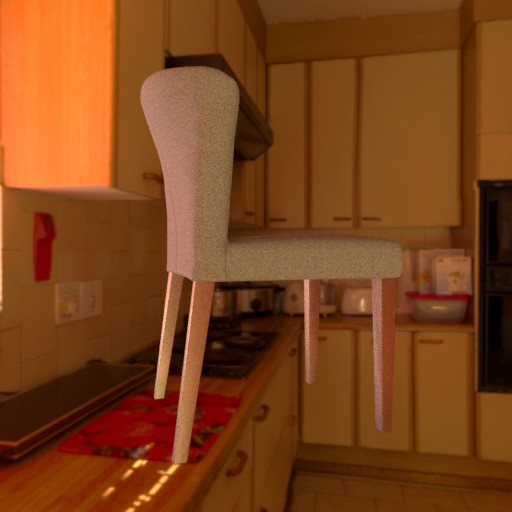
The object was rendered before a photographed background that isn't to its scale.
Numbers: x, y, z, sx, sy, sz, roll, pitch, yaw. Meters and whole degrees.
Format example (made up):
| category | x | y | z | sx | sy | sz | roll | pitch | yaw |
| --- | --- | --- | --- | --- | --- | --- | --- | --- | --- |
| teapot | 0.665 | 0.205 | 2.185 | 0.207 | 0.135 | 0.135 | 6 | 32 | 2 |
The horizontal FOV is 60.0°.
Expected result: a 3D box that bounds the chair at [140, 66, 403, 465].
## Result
| category | x | y | z | sx | sy | sz | roll | pitch | yaw |
| --- | --- | --- | --- | --- | --- | --- | --- | --- | --- |
| chair | 0.000 | 0.000 | 1.177 | 0.592 | 0.839 | 0.491 | 0 | 1 | -18 |
